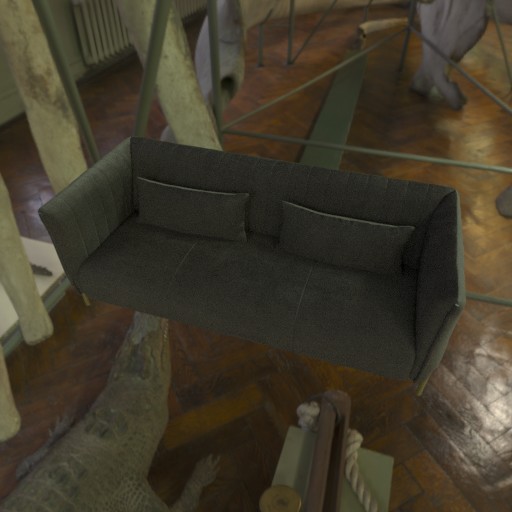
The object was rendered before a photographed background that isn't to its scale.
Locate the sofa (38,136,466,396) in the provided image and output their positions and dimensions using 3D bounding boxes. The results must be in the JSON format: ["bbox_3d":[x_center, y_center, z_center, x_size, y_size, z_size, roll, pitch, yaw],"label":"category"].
[{"bbox_3d":[0.000,0.000,2.420,1.980,0.780,0.876,12,43,14],"label":"sofa"}]
